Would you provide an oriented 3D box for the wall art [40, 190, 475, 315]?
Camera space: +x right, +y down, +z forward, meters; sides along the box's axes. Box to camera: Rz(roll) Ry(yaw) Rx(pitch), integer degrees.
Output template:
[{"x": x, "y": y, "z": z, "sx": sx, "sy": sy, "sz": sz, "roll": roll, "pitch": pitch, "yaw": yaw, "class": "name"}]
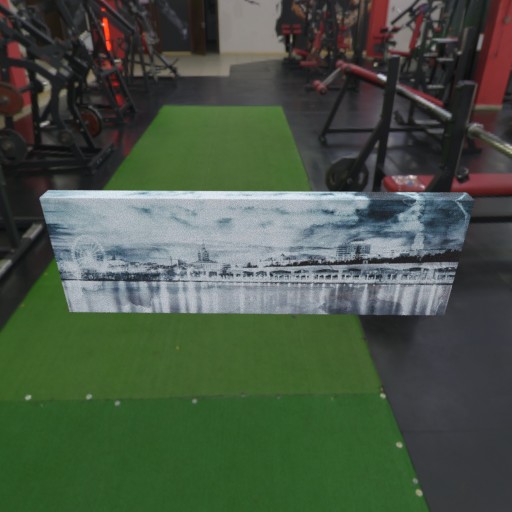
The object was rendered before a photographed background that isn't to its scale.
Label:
[{"x": 0.000, "y": 0.000, "z": 0.851, "sx": 0.759, "sy": 0.251, "sz": 0.037, "roll": 0, "pitch": 30, "yaw": 1, "class": "wall art"}]
